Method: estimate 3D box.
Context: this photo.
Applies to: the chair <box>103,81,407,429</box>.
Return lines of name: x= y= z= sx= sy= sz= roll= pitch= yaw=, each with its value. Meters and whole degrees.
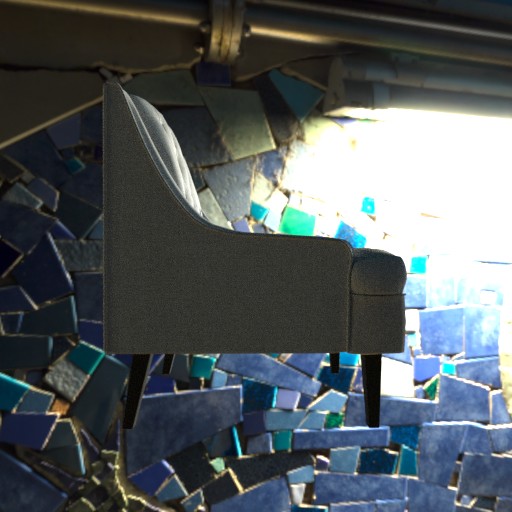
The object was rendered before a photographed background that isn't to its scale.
chair: x=0.000 y=0.000 z=1.417 sx=0.772 sy=0.891 sz=0.658 roll=0 pitch=0 yaw=-1
